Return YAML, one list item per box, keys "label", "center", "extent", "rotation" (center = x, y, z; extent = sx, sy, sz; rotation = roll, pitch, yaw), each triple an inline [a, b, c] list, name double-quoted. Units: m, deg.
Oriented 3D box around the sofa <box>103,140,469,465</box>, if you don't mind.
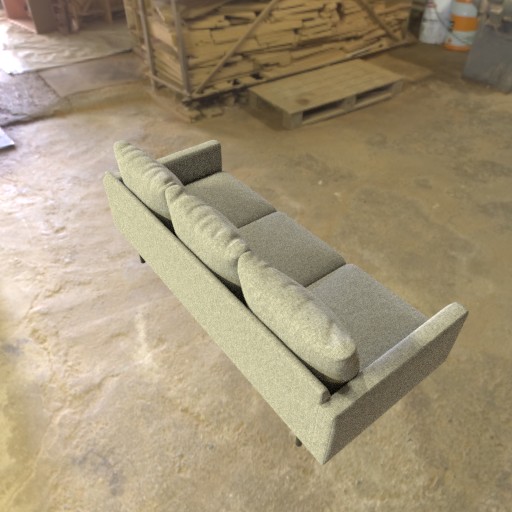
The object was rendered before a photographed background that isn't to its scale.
- label: "sofa"
  center: [0.000, 0.000, 2.420]
  extent: [0.850, 0.830, 2.000]
  rotation: [-27, 48, -27]
